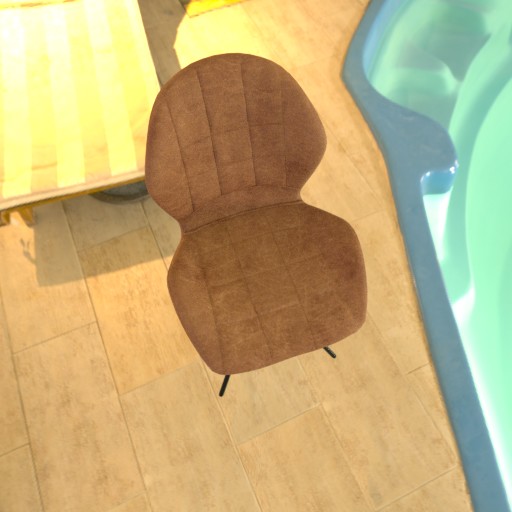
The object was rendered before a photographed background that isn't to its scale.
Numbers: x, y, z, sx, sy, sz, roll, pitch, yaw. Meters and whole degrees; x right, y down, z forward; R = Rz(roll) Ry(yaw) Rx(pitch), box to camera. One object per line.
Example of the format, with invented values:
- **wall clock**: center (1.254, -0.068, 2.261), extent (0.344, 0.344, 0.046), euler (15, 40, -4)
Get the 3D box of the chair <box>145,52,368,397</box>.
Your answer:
- **chair**: center (0.000, 0.000, 1.310), extent (0.527, 0.929, 0.640), euler (-16, 64, -8)
